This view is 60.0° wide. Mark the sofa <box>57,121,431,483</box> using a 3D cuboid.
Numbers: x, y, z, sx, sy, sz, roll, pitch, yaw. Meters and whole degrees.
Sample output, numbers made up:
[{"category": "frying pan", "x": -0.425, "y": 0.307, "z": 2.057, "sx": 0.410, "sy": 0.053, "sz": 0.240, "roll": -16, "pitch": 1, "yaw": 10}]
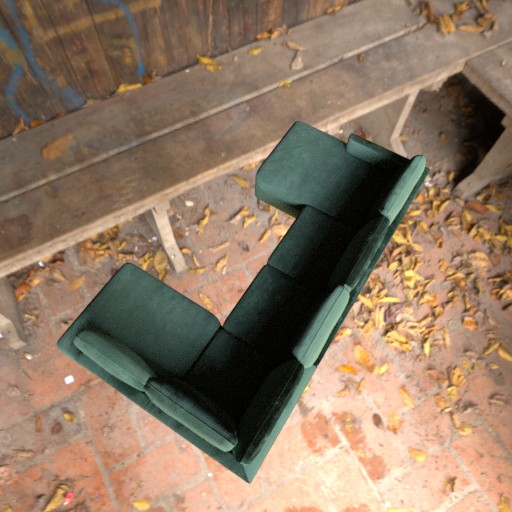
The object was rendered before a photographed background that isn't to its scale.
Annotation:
[{"category": "sofa", "x": 0.000, "y": 0.000, "z": 4.315, "sx": 2.055, "sy": 0.992, "sz": 3.434, "roll": 30, "pitch": 68, "yaw": 14}]
